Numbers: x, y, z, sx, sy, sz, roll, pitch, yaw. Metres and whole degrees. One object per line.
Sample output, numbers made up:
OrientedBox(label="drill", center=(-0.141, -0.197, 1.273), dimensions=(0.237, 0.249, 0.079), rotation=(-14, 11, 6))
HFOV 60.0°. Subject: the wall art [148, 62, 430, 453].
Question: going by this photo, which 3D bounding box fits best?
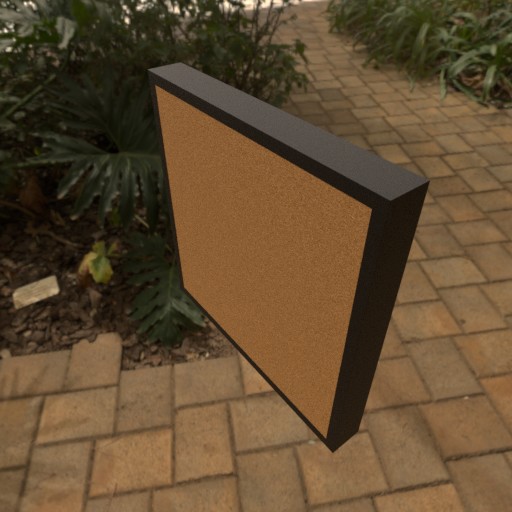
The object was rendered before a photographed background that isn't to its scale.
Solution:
OrientedBox(label="wall art", center=(0.000, 0.000, 0.456), dimensions=(0.038, 0.304, 0.305), rotation=(-26, 46, -28))
